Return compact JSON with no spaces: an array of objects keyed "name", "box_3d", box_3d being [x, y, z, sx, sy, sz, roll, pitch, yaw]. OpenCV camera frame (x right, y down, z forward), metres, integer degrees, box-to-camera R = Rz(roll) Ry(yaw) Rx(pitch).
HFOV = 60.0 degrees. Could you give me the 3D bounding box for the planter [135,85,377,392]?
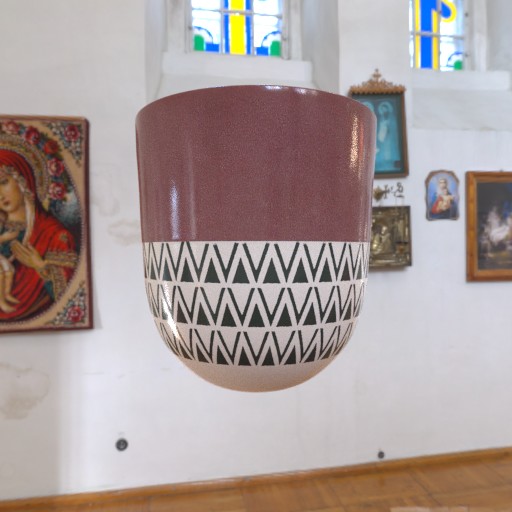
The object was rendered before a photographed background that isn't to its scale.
[{"name":"planter","box_3d":[0.000,0.000,0.371,0.195,0.214,0.195,0,1,0]}]
